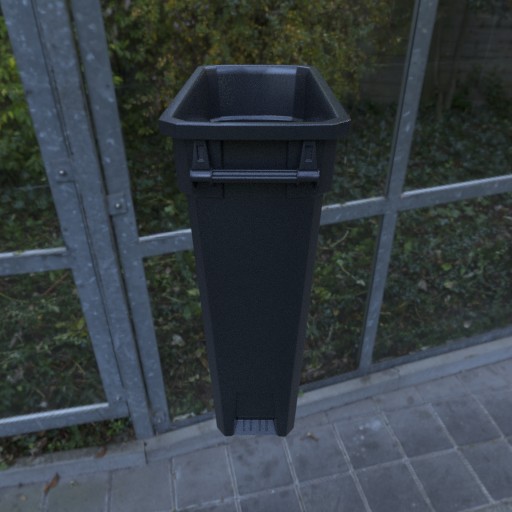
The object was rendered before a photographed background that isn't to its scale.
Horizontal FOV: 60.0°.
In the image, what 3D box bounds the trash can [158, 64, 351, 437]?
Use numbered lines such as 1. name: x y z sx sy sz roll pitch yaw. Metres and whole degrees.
1. trash can: 0.000 0.000 1.048 0.281 0.762 0.559 0 32 0
